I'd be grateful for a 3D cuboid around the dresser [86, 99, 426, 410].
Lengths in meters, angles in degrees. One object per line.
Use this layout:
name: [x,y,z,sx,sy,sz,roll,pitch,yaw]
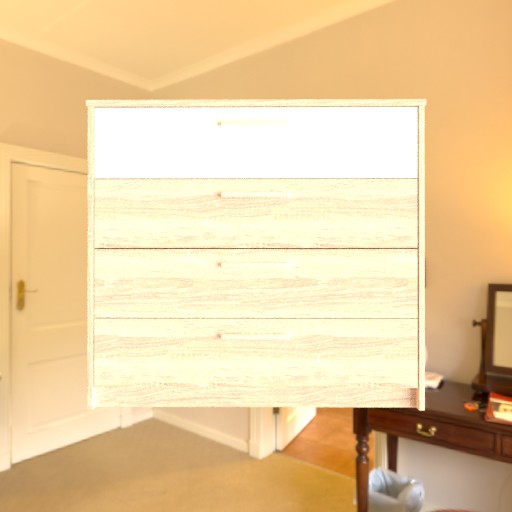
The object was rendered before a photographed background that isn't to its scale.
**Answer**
dresser: [0.000,0.000,1.451,0.980,0.900,0.380,0,0,0]
